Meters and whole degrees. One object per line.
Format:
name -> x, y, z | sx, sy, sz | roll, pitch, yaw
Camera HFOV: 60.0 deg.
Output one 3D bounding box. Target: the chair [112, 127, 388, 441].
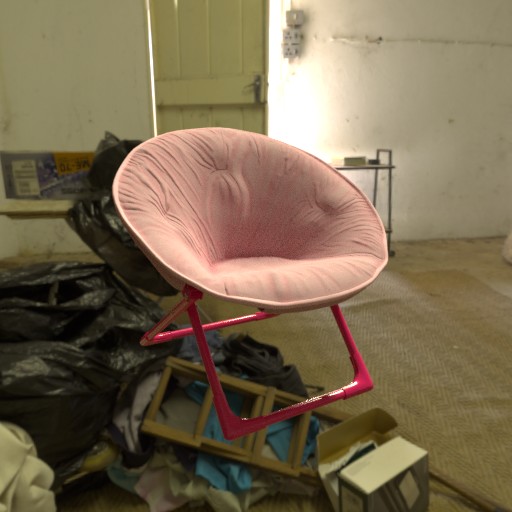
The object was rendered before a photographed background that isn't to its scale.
chair -> 0.000, 0.000, 0.878 | 0.522, 0.494, 0.459 | -8, 17, -28
